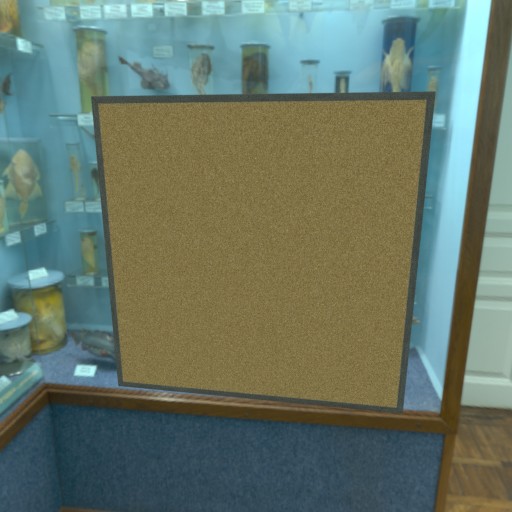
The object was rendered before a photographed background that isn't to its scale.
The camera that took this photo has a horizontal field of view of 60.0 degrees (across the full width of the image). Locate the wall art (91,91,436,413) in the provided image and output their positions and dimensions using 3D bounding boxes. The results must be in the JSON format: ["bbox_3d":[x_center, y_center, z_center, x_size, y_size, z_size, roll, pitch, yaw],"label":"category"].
[{"bbox_3d":[0.000,0.000,0.443,0.303,0.302,0.038,3,16,9],"label":"wall art"}]
